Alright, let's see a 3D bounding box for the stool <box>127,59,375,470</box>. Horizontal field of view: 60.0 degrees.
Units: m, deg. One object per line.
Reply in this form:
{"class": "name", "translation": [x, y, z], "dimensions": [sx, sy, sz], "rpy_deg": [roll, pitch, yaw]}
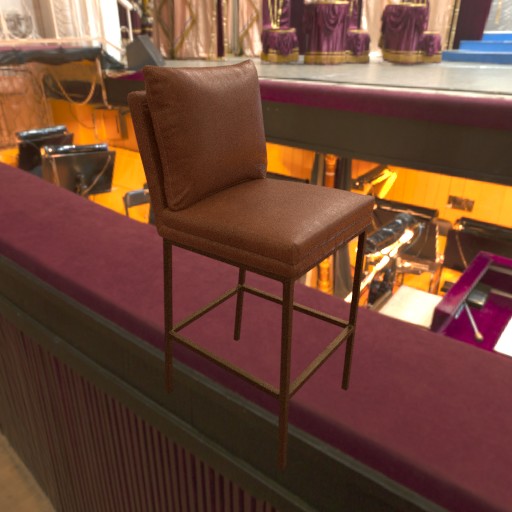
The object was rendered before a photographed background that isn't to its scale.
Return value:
{"class": "stool", "translation": [0.000, 0.000, 1.413], "dimensions": [0.571, 1.124, 0.463], "rpy_deg": [19, 32, 33]}
